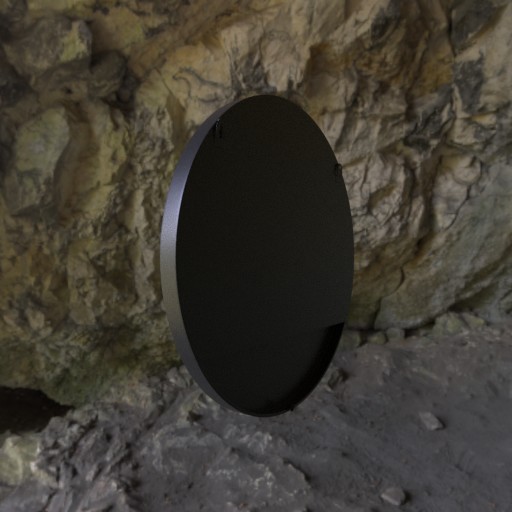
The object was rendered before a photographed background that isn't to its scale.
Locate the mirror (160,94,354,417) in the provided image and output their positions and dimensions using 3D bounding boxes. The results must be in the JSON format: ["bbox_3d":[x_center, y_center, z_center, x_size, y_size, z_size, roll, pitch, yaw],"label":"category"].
[{"bbox_3d":[0.000,0.000,0.690,0.133,0.457,0.457,0,0,36],"label":"mirror"}]
